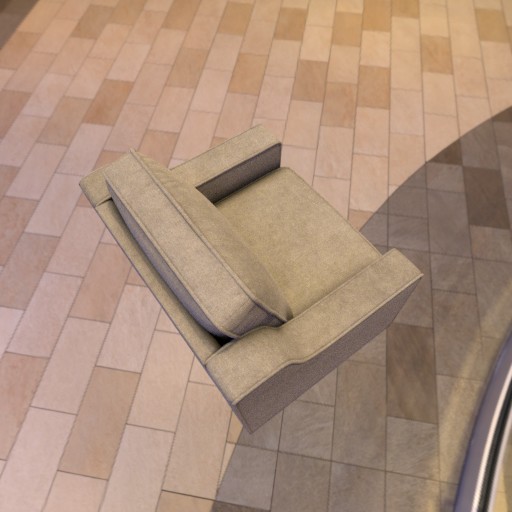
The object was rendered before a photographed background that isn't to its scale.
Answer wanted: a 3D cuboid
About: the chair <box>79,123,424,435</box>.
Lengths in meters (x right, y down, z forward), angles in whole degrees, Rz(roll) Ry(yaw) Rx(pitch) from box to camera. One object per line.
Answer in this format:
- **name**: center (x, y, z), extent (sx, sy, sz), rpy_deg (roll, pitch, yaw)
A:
- **chair**: center (0.000, 0.000, 1.691), extent (0.840, 0.944, 0.926), rpy_deg (-32, 64, -18)
